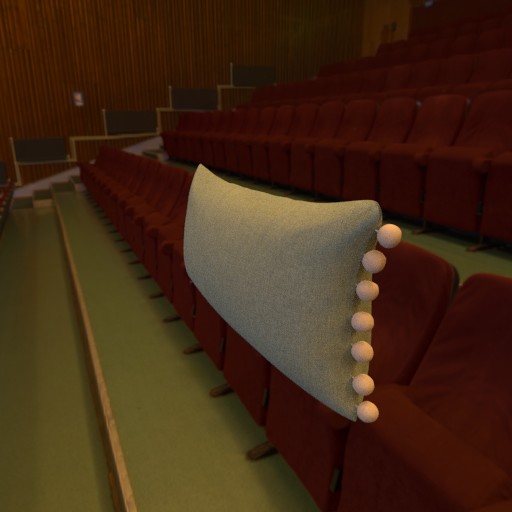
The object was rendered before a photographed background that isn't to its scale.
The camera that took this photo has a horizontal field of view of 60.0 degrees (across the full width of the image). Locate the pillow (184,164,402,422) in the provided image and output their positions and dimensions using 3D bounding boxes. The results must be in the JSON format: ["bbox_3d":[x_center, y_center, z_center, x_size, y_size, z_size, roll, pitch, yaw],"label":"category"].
[{"bbox_3d":[0.000,0.000,0.861,0.201,0.322,0.709,-8,19,-25],"label":"pillow"}]
